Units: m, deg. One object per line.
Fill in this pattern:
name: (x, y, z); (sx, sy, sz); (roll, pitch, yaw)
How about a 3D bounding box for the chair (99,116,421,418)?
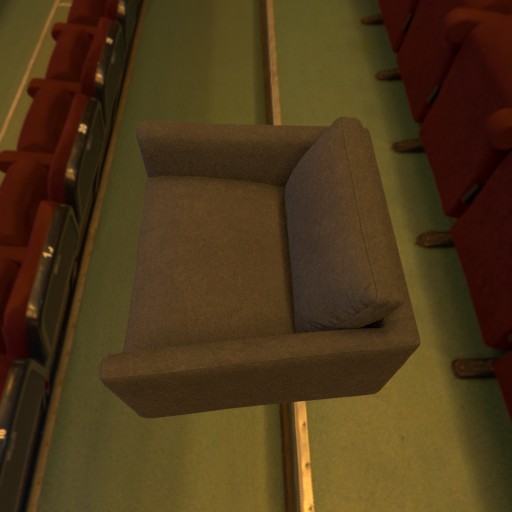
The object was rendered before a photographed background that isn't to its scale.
chair: (0.000, 0.000, 1.922); (1.091, 0.845, 1.190); (-2, 58, -1)
